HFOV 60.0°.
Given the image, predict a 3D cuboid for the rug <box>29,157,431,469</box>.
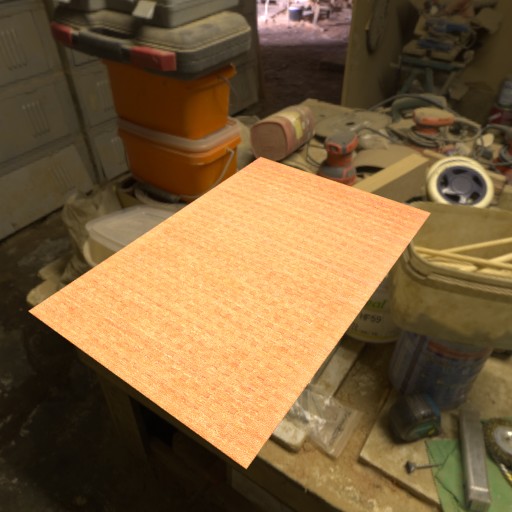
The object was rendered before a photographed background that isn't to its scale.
[{"bbox_3d":[0.000,0.000,2.878,1.524,0.006,2.285,24,45,26],"label":"rug"}]
